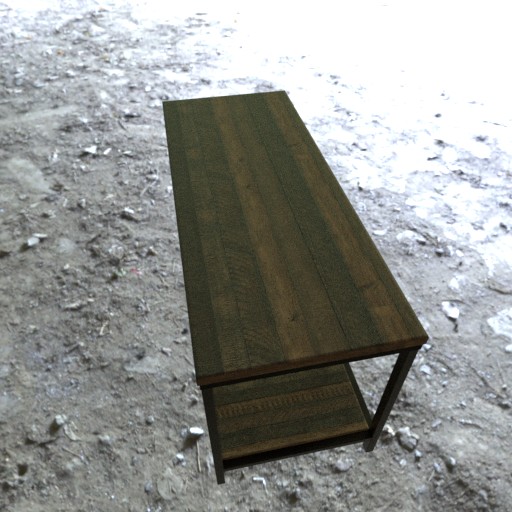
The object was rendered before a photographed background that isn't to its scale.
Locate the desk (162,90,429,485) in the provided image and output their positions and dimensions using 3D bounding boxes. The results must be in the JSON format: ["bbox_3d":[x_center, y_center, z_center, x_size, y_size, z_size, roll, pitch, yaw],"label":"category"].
[{"bbox_3d":[0.000,0.000,1.928,0.617,0.753,1.538,-8,45,-8],"label":"desk"}]
